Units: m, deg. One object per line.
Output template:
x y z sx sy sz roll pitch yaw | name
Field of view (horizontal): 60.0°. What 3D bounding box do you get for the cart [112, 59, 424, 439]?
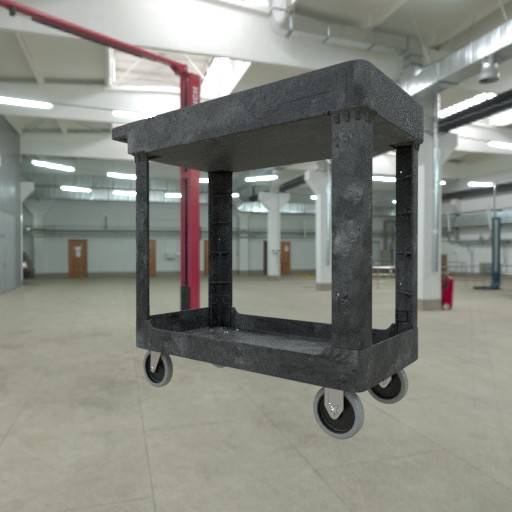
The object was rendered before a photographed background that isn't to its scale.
0.000 0.000 1.338 0.877 0.824 0.420 0 1 37 | cart
